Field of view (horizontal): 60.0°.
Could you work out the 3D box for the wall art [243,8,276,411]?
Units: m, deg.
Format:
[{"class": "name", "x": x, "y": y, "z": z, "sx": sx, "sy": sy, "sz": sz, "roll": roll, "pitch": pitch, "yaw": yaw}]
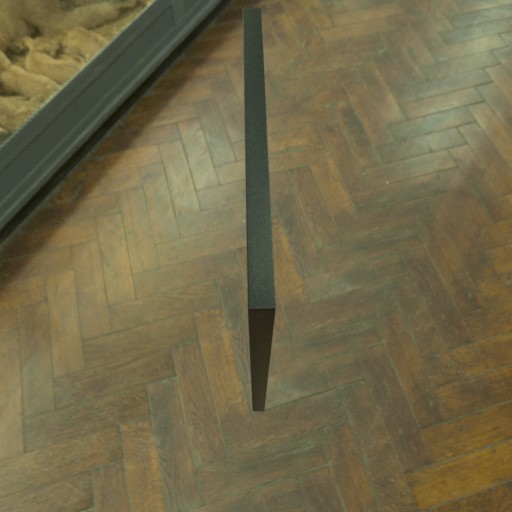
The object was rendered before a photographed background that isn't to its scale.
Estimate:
[{"class": "wall art", "x": 0.000, "y": 0.000, "z": 0.566, "sx": 0.019, "sy": 0.455, "sz": 0.314, "roll": -1, "pitch": 63, "yaw": -1}]
